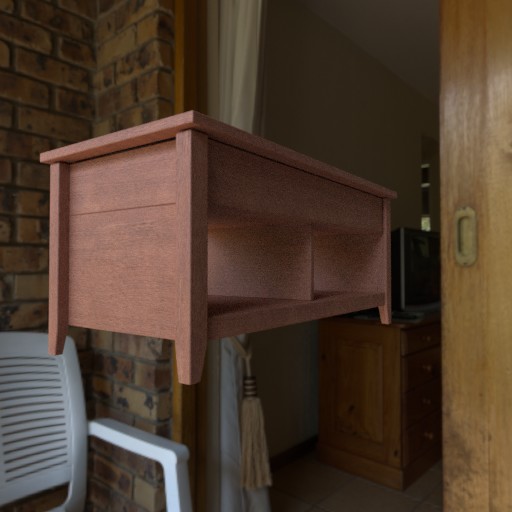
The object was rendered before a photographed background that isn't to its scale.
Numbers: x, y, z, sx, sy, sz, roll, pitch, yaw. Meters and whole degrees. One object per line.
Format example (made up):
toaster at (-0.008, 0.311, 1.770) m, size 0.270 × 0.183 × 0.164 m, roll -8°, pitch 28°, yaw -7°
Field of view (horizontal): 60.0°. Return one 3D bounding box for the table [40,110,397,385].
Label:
table at (0.000, 0.000, 1.276) m, size 0.483 × 0.457 × 1.016 m, roll -1°, pitch -2°, yaw 36°
